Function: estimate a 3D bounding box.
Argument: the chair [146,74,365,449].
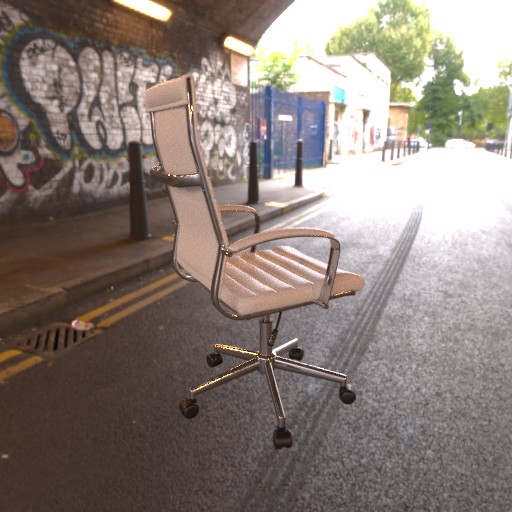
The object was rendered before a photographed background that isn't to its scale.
[{"bbox_3d":[0.000,0.000,1.605,0.679,1.149,0.679,-7,17,-26],"label":"chair"}]
